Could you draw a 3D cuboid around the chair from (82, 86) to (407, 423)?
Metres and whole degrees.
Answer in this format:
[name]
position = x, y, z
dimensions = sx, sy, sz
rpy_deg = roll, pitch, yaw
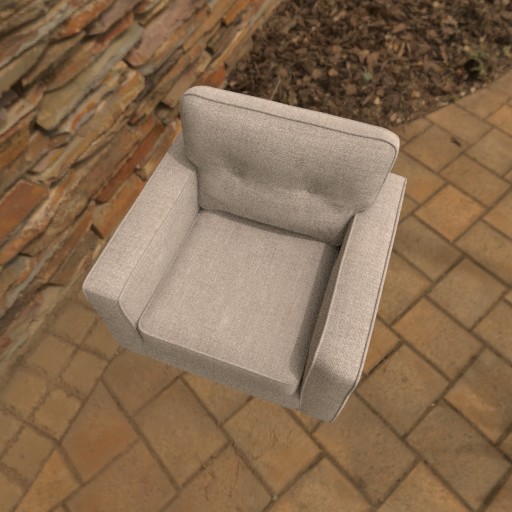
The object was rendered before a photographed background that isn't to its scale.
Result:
[chair]
position = 0.000, 0.000, 1.814
dimensions = 1.015, 0.965, 0.939
rpy_deg = 17, 59, 10
